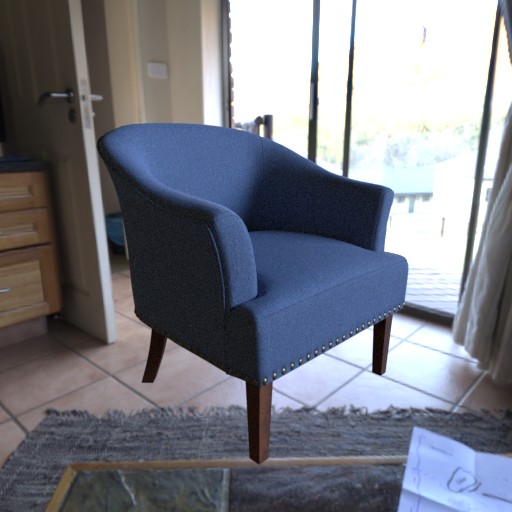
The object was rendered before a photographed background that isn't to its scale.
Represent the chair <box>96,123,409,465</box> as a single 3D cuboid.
[{"bbox_3d":[0.000,0.000,1.393,0.704,0.815,0.798,14,20,42],"label":"chair"}]
